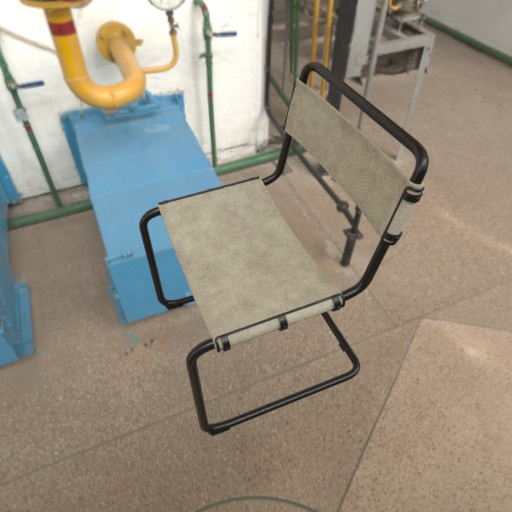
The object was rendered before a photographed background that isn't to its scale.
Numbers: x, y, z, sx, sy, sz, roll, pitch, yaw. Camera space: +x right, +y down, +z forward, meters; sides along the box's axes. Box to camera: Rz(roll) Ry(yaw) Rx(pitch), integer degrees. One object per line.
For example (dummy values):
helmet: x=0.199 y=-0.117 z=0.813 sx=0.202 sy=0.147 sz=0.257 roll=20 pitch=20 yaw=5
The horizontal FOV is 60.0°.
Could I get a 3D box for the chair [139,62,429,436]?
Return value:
chair: x=0.000 y=0.000 z=1.116 sx=0.497 sy=0.747 sz=0.499 roll=-17 pitch=48 yaw=-16
